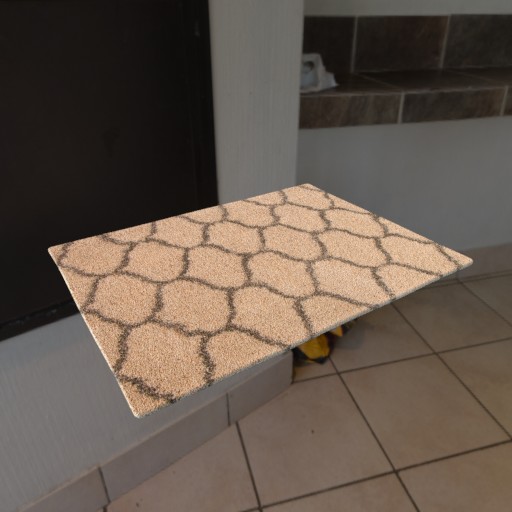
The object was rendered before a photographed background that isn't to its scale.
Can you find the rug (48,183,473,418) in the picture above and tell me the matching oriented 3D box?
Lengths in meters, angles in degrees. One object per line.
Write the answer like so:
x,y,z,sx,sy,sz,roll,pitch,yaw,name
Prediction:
0.000,0.000,2.071,1.600,0.025,1.200,-18,34,-29,rug
